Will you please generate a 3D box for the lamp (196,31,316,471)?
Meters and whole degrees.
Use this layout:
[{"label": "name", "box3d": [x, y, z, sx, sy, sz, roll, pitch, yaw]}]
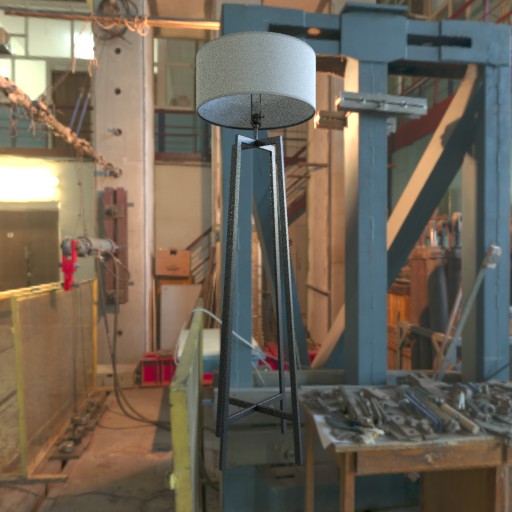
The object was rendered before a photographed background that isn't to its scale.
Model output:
[{"label": "lamp", "box3d": [0.000, 0.000, 1.721, 0.456, 1.510, 0.457, 0, 1, 37]}]
